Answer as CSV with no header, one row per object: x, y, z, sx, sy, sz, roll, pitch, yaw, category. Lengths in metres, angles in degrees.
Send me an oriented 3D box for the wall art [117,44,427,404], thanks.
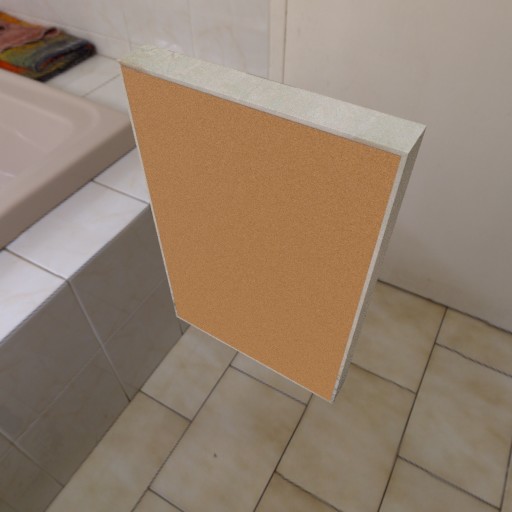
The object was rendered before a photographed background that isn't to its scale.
0.000,0.000,0.481,0.254,0.381,0.038,25,53,21,wall art
